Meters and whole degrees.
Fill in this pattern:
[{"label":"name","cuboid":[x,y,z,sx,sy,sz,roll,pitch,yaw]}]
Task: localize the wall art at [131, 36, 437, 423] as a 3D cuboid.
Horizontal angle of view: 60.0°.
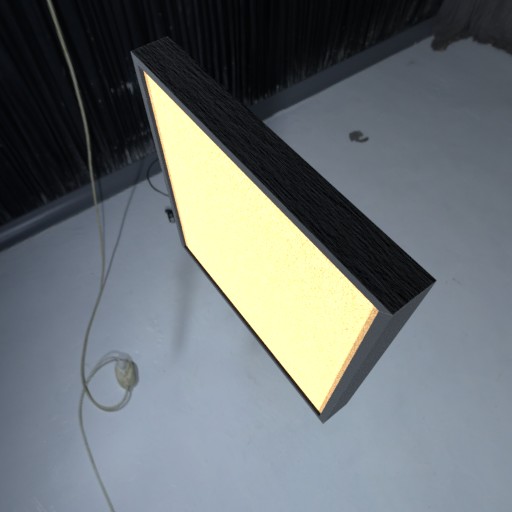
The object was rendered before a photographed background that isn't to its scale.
[{"label":"wall art","cuboid":[0.000,0.000,0.449,0.037,0.305,0.305,-33,64,-18]}]
